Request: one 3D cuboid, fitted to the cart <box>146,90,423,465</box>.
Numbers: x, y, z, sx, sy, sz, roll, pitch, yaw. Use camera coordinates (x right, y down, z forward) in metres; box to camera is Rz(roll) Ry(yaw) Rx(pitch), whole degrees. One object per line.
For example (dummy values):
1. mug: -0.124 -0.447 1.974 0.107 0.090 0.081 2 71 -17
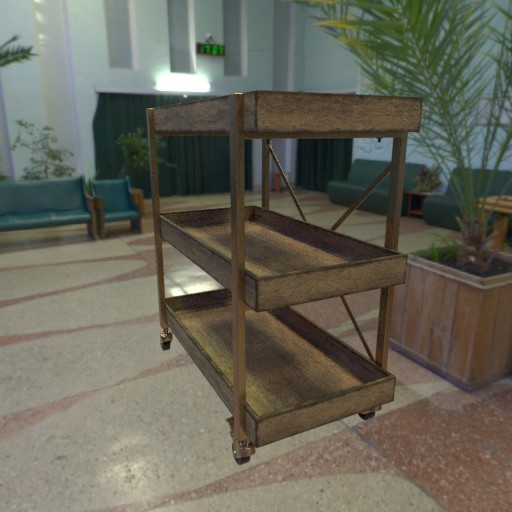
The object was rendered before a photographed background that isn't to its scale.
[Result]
1. cart: 0.000 0.000 1.231 0.416 0.799 0.750 -8 18 -25
